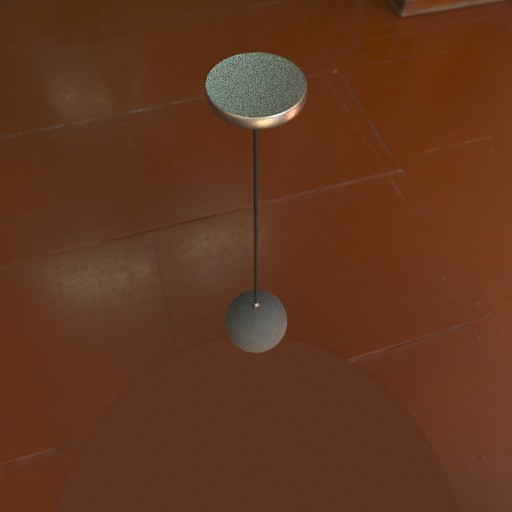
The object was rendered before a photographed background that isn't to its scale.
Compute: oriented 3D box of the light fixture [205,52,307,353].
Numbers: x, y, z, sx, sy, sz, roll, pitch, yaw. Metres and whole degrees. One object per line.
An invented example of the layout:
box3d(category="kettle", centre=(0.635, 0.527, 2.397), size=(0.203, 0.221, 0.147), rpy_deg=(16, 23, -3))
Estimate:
box3d(category="light fixture", centre=(0.000, 0.000, 0.836), size=(0.153, 0.760, 0.153), rpy_deg=(15, 59, 9))
